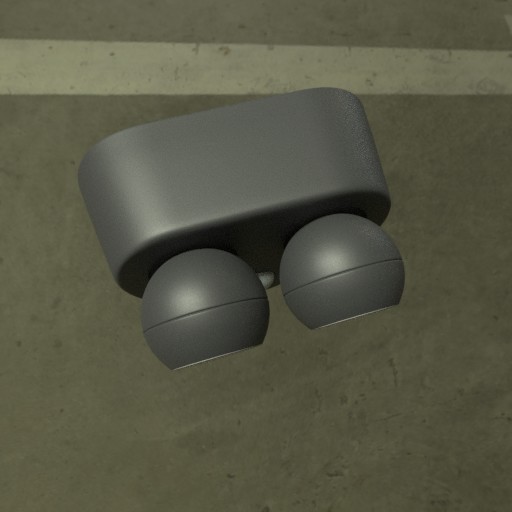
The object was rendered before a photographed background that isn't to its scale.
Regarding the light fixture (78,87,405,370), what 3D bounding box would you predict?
[{"bbox_3d":[0.000,0.000,0.337,0.229,0.159,0.159,-15,64,-7],"label":"light fixture"}]
